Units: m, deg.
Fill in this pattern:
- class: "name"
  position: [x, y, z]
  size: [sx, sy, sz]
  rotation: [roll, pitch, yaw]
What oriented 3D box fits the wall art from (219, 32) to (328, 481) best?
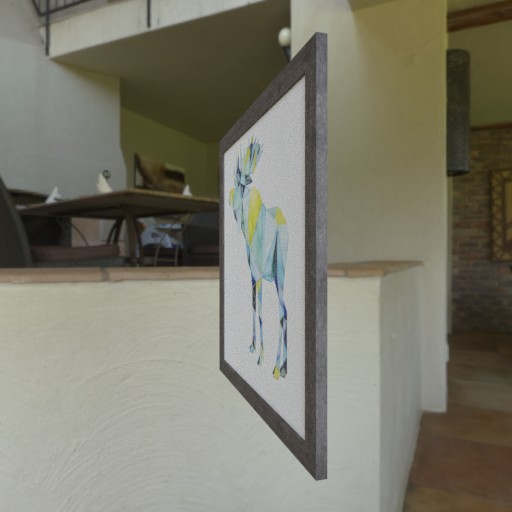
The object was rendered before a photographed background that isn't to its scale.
- class: "wall art"
  position: [0.000, 0.000, 0.671]
  size: [0.013, 0.457, 0.457]
  rotation: [0, 0, -17]
